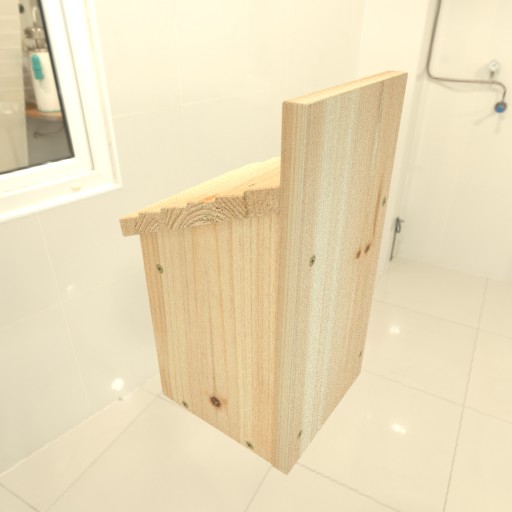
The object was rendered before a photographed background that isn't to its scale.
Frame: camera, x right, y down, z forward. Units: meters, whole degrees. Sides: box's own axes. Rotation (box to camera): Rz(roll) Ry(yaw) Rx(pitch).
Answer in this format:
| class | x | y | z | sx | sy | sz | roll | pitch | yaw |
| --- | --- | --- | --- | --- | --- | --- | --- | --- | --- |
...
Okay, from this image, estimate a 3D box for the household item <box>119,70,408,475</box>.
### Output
| class | x | y | z | sx | sy | sz | roll | pitch | yaw |
| --- | --- | --- | --- | --- | --- | --- | --- | --- | --- |
| household item | 0.000 | 0.000 | 0.391 | 0.171 | 0.300 | 0.149 | 20 | 35 | 31 |
